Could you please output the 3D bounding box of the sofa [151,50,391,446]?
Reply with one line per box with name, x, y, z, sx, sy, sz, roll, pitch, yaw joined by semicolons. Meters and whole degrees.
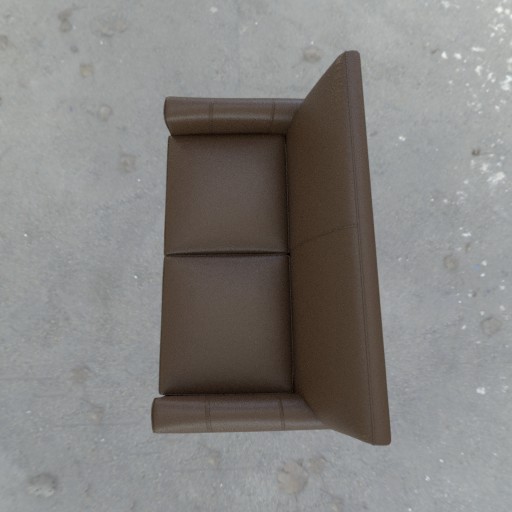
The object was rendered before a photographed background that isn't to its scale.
sofa;0.000;0.000;1.999;0.853;0.859;1.468;-1;76;0
